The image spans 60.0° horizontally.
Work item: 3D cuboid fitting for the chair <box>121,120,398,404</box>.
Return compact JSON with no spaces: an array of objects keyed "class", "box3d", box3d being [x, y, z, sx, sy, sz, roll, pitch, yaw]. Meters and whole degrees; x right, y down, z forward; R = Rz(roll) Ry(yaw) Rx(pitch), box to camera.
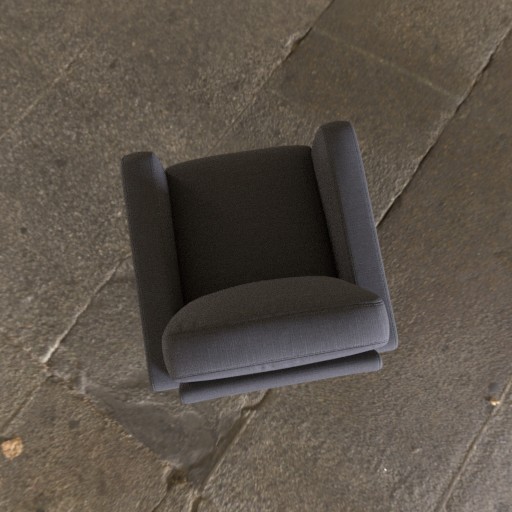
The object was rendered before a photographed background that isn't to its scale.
[{"class":"chair","box3d":[0.000,0.000,1.532,0.798,0.855,0.863,-9,76,-2]}]
